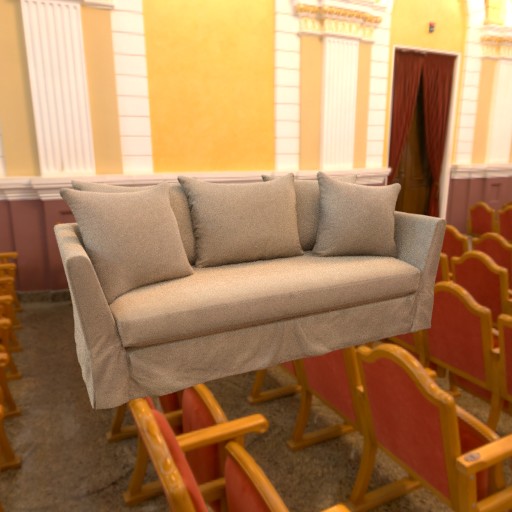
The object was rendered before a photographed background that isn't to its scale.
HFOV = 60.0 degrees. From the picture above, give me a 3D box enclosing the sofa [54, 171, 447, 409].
[{"bbox_3d":[0.000,0.000,2.844,2.290,1.034,1.031,-7,16,-26],"label":"sofa"}]
